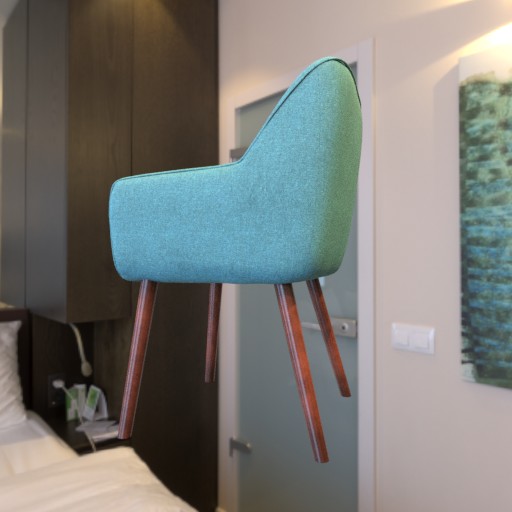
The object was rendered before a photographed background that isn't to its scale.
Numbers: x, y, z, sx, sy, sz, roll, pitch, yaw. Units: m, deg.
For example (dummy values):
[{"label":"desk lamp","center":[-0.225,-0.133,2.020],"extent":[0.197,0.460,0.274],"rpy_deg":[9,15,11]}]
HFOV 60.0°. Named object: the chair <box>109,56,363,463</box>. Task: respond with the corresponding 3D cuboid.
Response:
[{"label":"chair","center":[0.000,0.000,1.139],"extent":[0.519,0.803,0.543],"rpy_deg":[0,0,18]}]
